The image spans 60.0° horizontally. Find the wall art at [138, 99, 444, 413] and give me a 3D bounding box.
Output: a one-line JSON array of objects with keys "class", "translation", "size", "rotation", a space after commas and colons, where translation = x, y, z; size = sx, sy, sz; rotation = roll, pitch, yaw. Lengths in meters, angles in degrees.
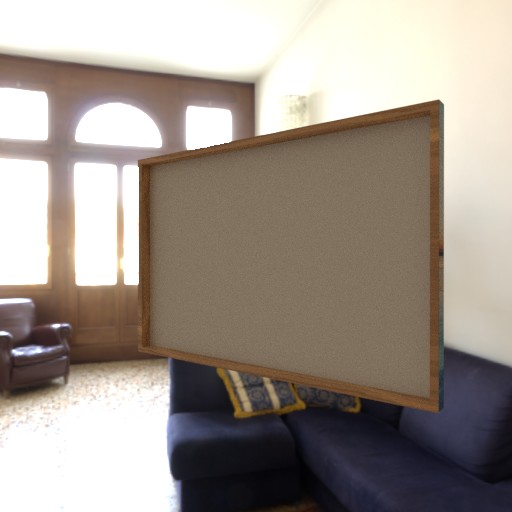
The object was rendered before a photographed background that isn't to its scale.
[{"class": "wall art", "translation": [0.000, 0.000, 1.142], "size": [0.911, 0.605, 0.037], "rotation": [0, 0, 37]}]
